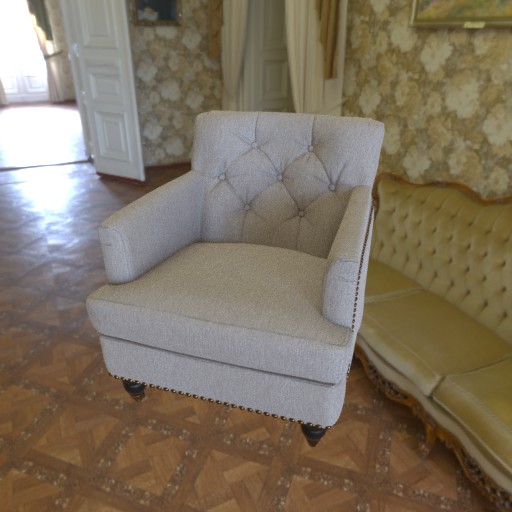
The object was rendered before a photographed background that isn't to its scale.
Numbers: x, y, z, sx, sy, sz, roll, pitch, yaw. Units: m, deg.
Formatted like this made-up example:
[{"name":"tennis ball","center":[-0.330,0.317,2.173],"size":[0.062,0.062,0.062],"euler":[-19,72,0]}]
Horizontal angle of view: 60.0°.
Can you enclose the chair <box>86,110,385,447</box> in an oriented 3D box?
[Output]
[{"name":"chair","center":[0.000,0.000,1.499],"size":[0.737,0.823,0.902],"euler":[8,27,16]}]
